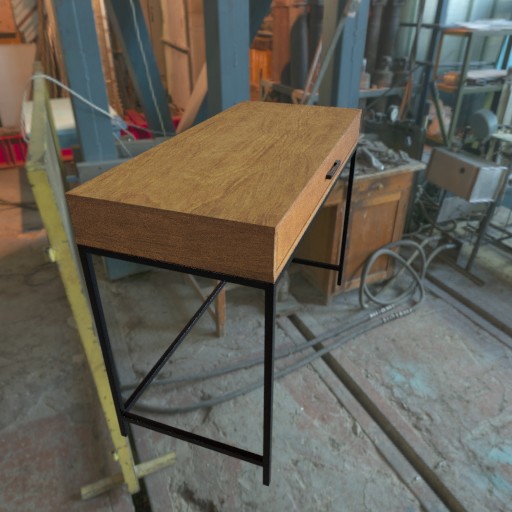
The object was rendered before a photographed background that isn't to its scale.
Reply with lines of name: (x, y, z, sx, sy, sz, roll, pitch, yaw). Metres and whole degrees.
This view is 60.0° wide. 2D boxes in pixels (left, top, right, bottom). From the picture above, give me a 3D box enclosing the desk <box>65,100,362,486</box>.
desk: (0.000, 0.000, 1.449, 0.470, 0.762, 1.016, 10, 32, 17)
